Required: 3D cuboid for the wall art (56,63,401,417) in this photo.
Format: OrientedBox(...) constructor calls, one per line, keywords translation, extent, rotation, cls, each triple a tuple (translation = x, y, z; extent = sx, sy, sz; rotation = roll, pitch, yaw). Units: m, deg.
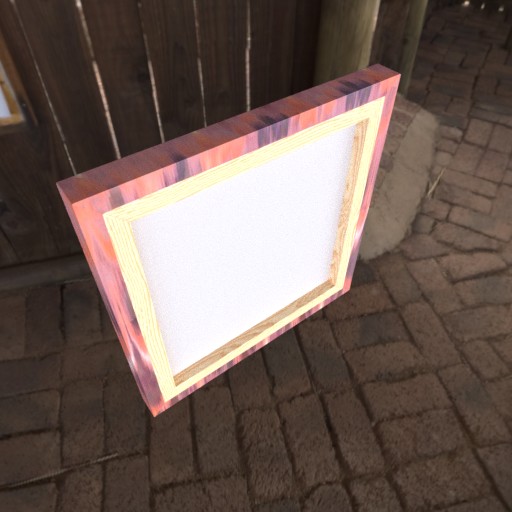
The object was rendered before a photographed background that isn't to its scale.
OrientedBox(translation=(0.000, 0.000, 0.601), extent=(0.403, 0.406, 0.038), rotation=(-28, 53, -24), cls="wall art")
